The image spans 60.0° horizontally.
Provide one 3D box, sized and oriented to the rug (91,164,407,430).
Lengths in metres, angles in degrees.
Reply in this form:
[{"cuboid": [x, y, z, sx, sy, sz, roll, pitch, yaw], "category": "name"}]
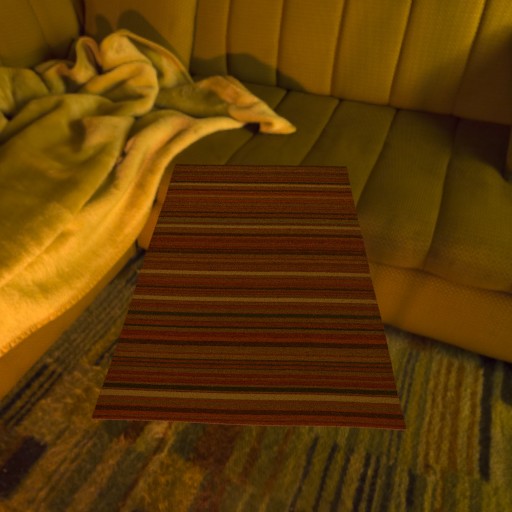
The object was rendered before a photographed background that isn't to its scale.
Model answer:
[{"cuboid": [0.000, 0.000, 3.037, 1.523, 0.008, 2.438, 1, 42, 1], "category": "rug"}]
